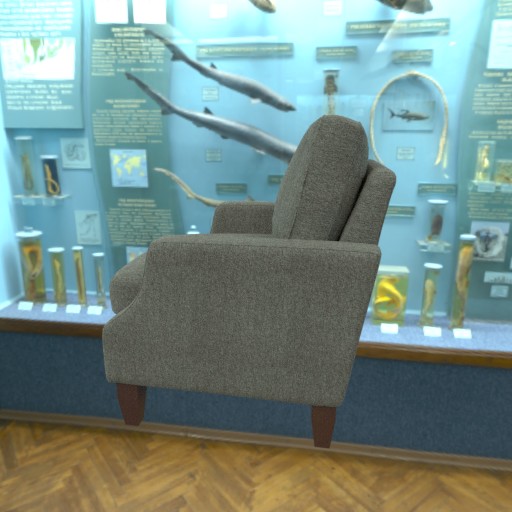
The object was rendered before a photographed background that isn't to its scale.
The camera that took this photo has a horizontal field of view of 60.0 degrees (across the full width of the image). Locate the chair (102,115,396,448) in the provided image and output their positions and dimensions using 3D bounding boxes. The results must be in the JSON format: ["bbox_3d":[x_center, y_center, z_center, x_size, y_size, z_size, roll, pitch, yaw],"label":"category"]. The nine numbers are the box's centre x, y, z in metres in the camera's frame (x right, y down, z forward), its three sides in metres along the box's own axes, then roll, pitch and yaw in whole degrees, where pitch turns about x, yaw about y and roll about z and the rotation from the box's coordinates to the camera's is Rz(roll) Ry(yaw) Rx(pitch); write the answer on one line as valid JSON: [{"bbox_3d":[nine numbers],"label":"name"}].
[{"bbox_3d":[0.000,0.000,1.660,0.897,0.993,0.855,3,15,10],"label":"chair"}]
